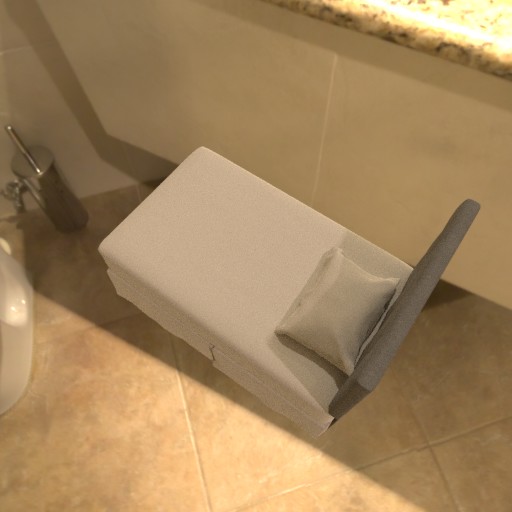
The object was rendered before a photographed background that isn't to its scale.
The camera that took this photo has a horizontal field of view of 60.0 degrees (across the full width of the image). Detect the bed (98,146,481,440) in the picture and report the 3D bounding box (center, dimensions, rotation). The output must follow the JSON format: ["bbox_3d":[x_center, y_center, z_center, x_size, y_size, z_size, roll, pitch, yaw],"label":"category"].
[{"bbox_3d":[0.000,0.000,2.947,1.997,1.571,1.261,33,67,16],"label":"bed"}]
